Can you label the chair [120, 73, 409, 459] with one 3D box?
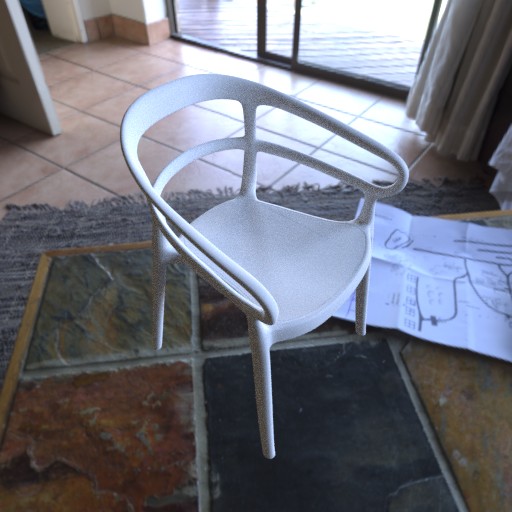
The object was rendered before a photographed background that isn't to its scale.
[{"bbox_3d":[0.000,0.000,1.137,0.527,0.761,0.559,28,49,27],"label":"chair"}]
